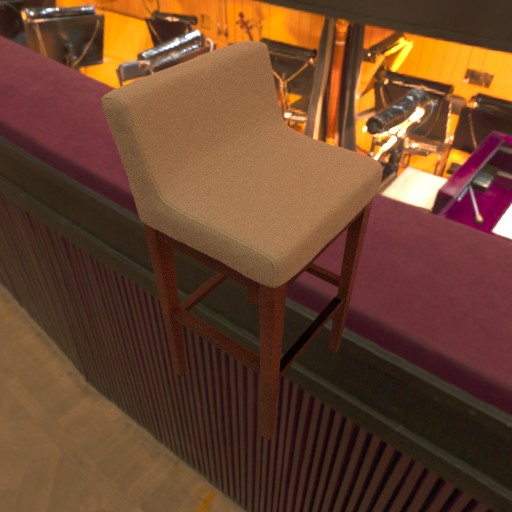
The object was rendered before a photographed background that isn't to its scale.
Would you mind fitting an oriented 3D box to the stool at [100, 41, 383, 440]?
[{"bbox_3d":[0.000,0.000,1.322,0.500,1.037,0.511,27,48,27],"label":"stool"}]
